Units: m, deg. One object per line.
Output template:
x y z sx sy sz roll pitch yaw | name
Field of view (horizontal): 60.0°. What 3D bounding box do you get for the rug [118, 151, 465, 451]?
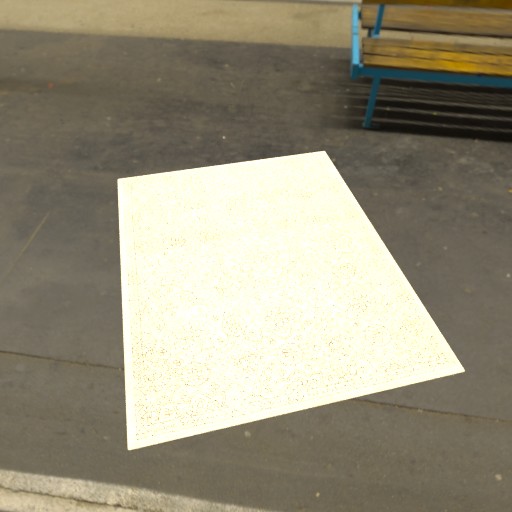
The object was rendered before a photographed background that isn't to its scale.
0.000 0.000 4.105 2.441 0.015 3.050 -10 46 -9 | rug
